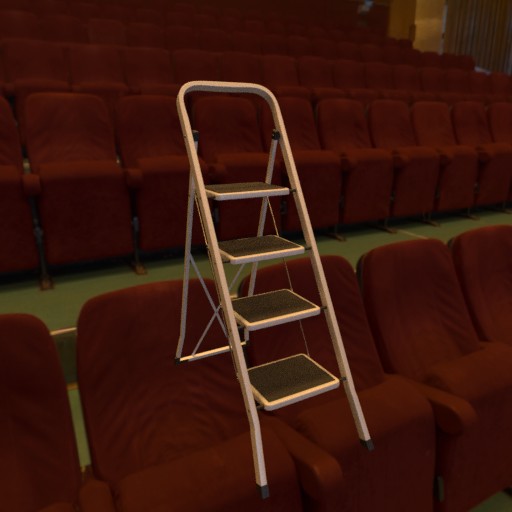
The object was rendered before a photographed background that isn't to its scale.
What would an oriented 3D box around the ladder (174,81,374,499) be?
[{"bbox_3d":[0.000,0.000,1.678,0.460,1.265,0.914,-9,19,-28],"label":"ladder"}]
